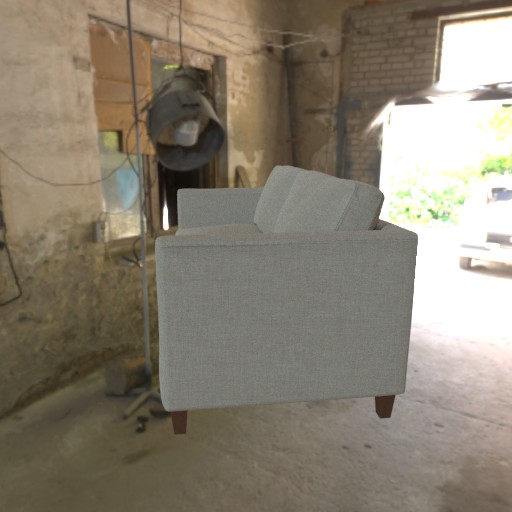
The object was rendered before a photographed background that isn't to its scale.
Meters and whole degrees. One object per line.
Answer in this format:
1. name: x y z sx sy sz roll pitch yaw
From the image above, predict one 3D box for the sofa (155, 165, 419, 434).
1. sofa: 0.000 0.000 2.453 0.951 0.947 1.884 -2 14 -7
